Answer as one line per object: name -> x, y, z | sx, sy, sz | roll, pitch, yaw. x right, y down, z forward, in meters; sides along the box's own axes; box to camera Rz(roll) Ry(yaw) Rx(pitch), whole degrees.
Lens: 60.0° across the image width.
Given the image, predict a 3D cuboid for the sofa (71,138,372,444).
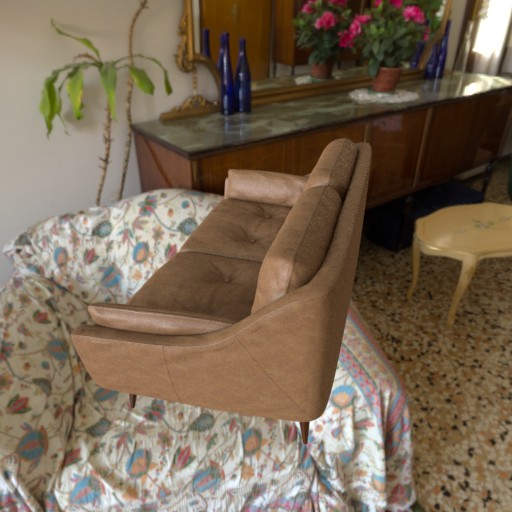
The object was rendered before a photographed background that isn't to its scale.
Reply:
sofa -> 0.000, 0.000, 2.259 | 0.981, 0.886, 1.731 | 9, 32, 14
